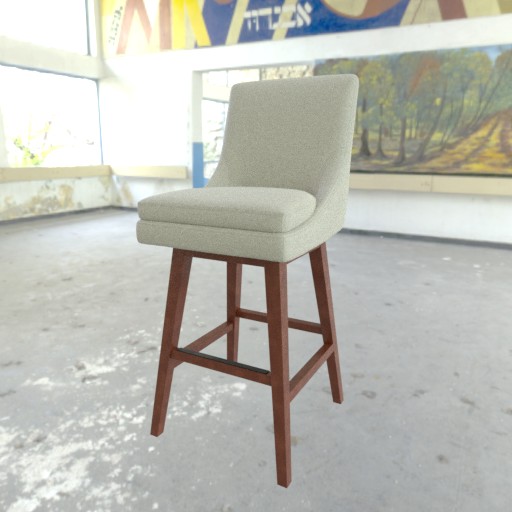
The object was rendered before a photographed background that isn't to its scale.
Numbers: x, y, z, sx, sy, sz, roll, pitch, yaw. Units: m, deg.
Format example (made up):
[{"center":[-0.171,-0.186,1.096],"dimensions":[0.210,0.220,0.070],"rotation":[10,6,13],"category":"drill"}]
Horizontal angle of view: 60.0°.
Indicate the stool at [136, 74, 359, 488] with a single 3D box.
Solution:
[{"center":[0.000,0.000,1.365],"dimensions":[0.470,1.092,0.559],"rotation":[7,16,28],"category":"stool"}]
